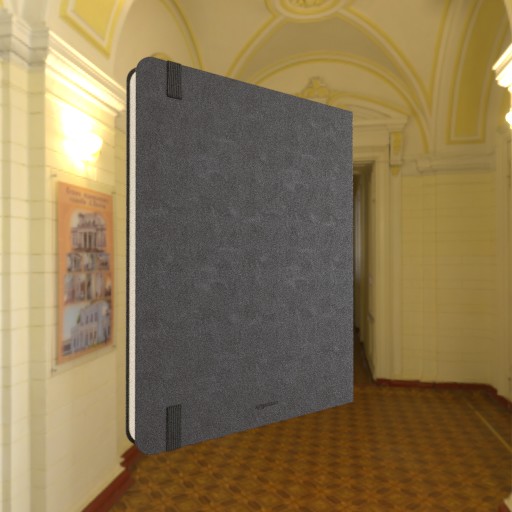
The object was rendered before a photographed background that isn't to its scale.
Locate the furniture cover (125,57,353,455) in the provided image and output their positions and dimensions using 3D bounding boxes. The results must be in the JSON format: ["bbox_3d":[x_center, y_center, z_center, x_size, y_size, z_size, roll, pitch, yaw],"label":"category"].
[{"bbox_3d":[0.000,0.000,0.375,0.216,0.281,0.023,0,-1,-35],"label":"furniture cover"}]
